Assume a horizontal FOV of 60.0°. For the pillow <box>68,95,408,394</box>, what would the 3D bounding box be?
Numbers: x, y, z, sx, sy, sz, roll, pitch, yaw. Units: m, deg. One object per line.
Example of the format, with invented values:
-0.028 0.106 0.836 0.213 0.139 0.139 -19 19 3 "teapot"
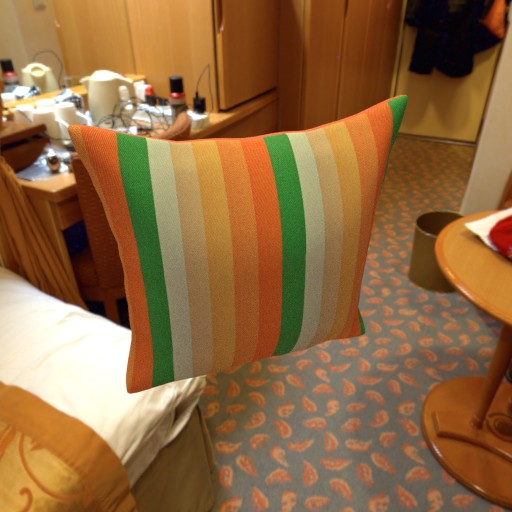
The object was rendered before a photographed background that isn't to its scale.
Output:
0.000 0.000 0.681 0.453 0.444 0.169 -10 34 -16 "pillow"
